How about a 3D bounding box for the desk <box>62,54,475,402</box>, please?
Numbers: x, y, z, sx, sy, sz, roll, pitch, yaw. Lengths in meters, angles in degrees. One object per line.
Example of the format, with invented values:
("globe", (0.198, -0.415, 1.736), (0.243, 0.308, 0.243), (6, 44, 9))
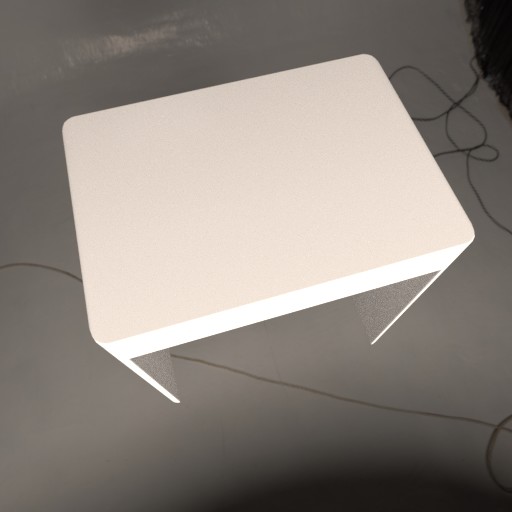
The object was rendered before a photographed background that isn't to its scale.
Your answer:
("desk", (0.000, 0.000, 1.298), (0.762, 0.800, 0.549), (-15, 66, -7))
